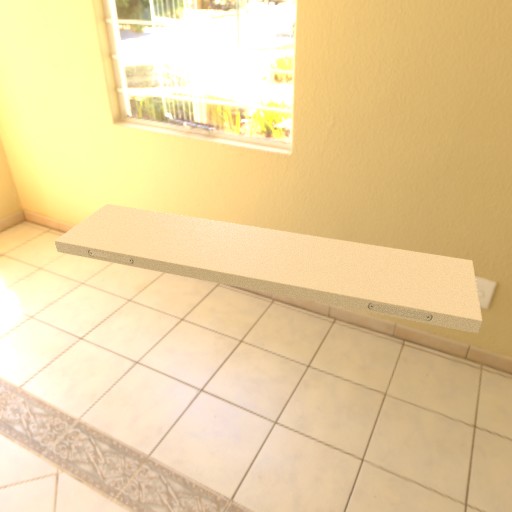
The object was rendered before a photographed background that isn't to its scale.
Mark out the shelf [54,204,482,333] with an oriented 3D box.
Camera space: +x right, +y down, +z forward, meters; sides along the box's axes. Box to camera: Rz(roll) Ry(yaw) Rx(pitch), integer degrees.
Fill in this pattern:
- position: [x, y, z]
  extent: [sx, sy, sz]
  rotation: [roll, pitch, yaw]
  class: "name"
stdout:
- position: [0.000, 0.000, 0.666]
  extent: [0.610, 0.020, 0.140]
  rotation: [10, 34, 15]
  class: "shelf"
